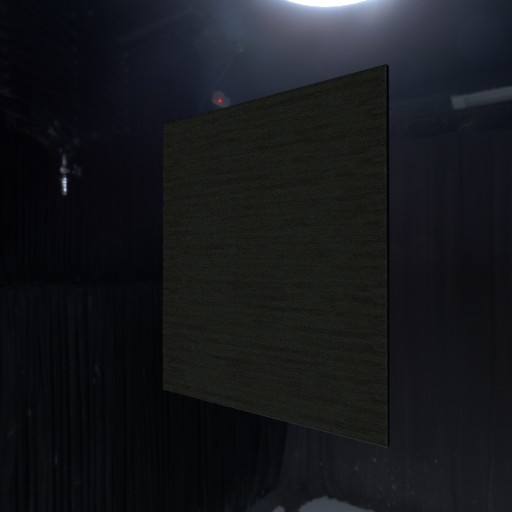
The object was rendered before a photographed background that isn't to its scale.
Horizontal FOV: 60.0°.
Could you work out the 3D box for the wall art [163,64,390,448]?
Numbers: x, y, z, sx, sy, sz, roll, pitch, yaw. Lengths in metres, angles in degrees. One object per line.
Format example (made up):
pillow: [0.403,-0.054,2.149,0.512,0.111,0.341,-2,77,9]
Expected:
wall art: [0.000,0.000,0.792,0.483,0.559,0.009,0,0,37]
